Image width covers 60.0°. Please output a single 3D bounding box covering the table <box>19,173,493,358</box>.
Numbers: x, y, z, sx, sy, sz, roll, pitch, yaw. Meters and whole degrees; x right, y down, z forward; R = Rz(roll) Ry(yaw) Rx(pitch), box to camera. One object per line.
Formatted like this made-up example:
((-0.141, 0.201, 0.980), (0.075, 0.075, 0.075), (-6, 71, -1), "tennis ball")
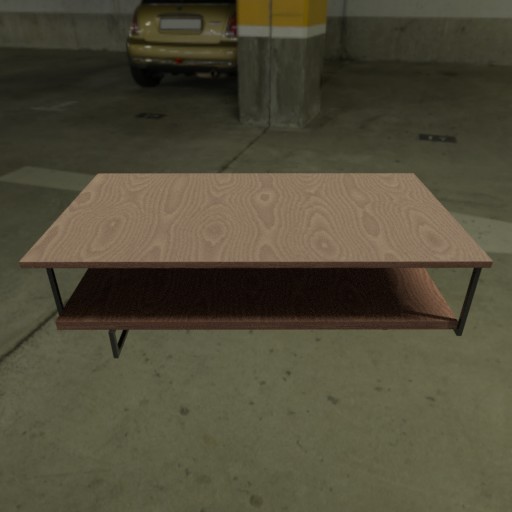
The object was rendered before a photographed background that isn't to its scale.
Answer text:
((0.000, 0.000, 1.486), (1.197, 0.347, 0.651), (0, 30, 0), "table")
